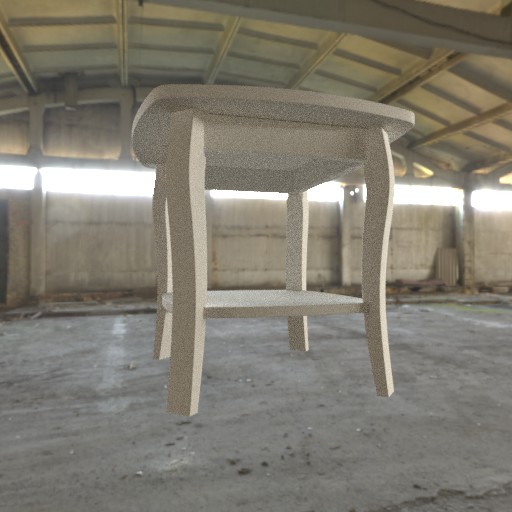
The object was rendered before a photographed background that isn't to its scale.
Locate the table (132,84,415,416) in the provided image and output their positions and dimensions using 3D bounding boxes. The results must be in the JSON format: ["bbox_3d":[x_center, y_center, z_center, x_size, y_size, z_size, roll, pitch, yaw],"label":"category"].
[{"bbox_3d":[0.000,0.000,0.834,0.451,0.438,0.502,0,-1,-16],"label":"table"}]
